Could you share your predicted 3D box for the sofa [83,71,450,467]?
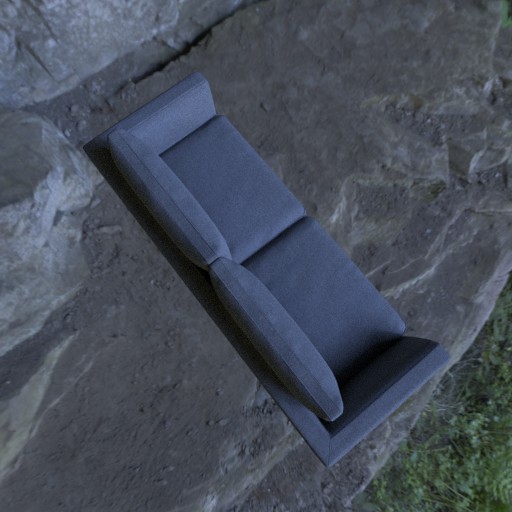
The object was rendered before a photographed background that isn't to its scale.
[{"bbox_3d":[0.000,0.000,2.661,0.869,1.002,2.212,-37,78,-9],"label":"sofa"}]
